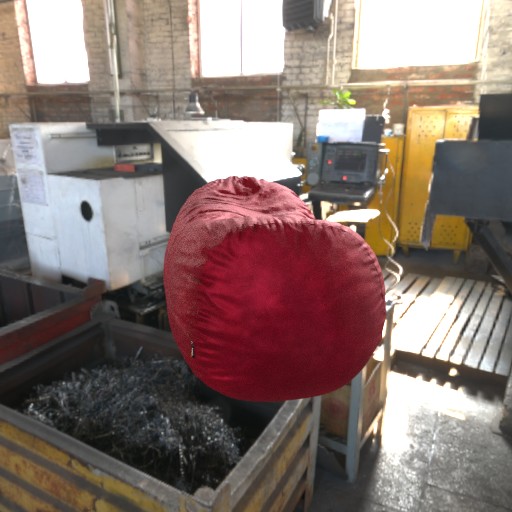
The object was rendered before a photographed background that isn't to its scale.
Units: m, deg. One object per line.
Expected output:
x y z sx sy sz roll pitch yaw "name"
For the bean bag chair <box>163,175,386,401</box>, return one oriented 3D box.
0.000 0.000 2.926 1.216 0.867 2.293 -3 17 -9 "bean bag chair"
